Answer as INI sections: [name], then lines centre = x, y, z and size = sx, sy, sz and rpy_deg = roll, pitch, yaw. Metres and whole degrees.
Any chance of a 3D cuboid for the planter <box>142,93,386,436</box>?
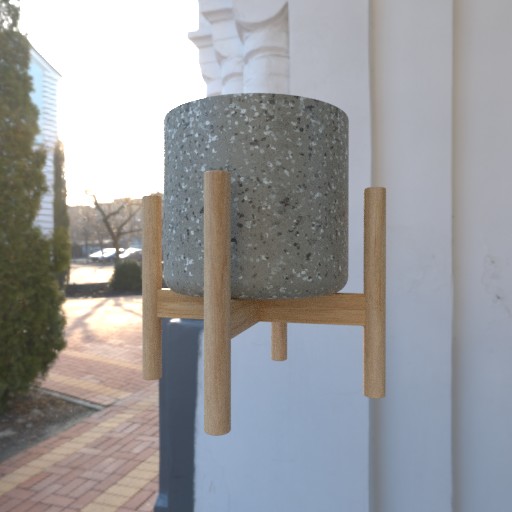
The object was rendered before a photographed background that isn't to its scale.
[planter]
centre = 0.000, 0.000, 0.544
size = 0.284, 0.320, 0.284
rpy_deg = 0, 1, 37
